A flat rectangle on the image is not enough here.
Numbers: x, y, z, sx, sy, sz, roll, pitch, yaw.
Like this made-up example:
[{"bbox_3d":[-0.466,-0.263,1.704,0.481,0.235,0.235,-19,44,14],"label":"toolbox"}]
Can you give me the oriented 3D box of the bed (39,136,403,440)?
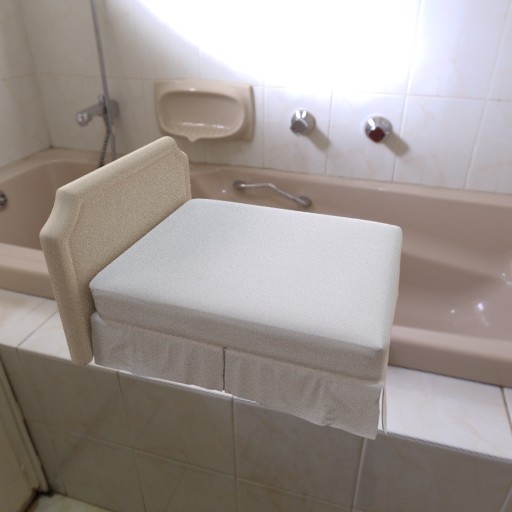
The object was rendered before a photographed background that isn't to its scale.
[{"bbox_3d":[0.000,0.000,3.331,2.209,1.296,1.827,10,31,16],"label":"bed"}]
